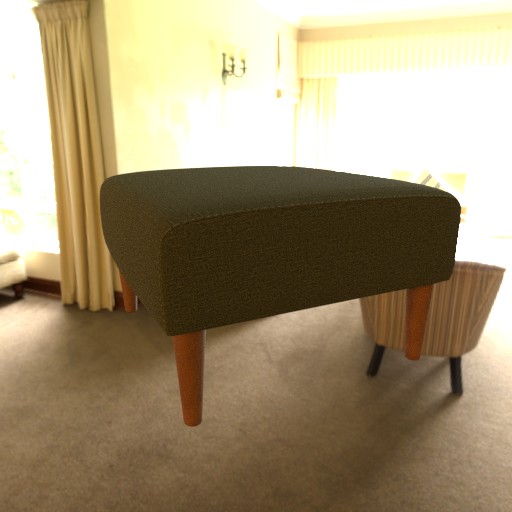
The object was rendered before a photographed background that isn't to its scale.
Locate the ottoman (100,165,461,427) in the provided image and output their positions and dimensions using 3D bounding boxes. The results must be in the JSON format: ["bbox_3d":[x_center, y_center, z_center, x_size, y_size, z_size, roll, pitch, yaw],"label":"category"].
[{"bbox_3d":[0.000,0.000,1.074,0.649,0.398,0.650,-8,18,-25],"label":"ottoman"}]
